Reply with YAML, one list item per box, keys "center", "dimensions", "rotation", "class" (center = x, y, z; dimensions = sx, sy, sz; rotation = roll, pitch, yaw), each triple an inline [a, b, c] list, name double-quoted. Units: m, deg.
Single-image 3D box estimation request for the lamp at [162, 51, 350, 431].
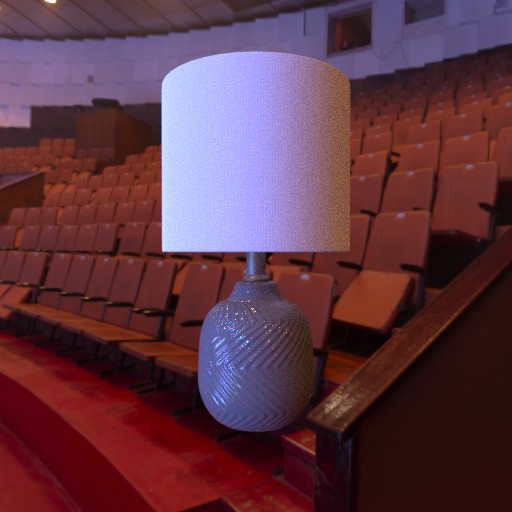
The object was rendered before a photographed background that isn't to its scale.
- center: [0.000, 0.000, 0.499]
  dimensions: [0.207, 0.366, 0.207]
  rotation: [-1, 1, -36]
  class: "lamp"
